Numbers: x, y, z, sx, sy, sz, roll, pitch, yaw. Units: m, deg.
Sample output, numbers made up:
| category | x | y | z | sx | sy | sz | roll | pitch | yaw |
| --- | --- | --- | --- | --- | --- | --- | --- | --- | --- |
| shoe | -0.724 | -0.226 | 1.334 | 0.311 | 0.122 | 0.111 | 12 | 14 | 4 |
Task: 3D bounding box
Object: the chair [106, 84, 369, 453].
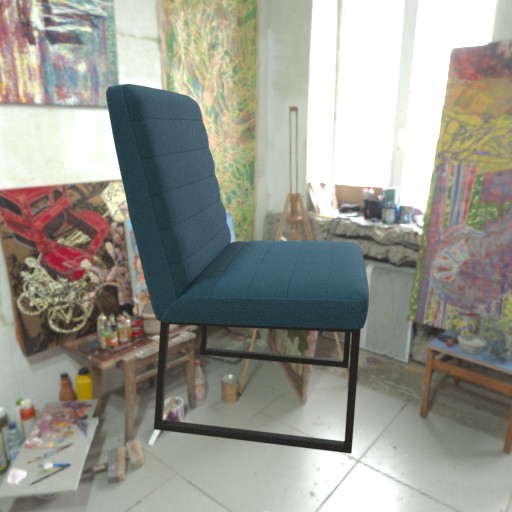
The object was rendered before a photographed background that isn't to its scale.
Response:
| category | x | y | z | sx | sy | sz | roll | pitch | yaw |
| --- | --- | --- | --- | --- | --- | --- | --- | --- | --- |
| chair | 0.000 | 0.000 | 1.315 | 0.634 | 0.930 | 0.520 | 3 | 16 | 10 |
